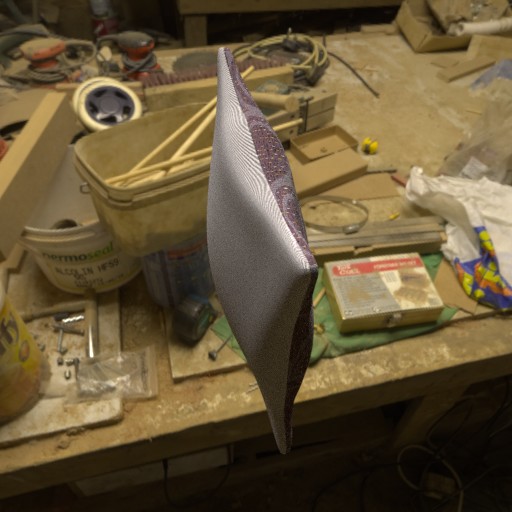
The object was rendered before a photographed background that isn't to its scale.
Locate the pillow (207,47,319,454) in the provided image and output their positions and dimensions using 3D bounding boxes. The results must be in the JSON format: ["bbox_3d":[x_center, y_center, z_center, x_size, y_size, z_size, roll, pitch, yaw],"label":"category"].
[{"bbox_3d":[0.000,0.000,0.776,0.163,0.513,0.514,-9,48,-8],"label":"pillow"}]
